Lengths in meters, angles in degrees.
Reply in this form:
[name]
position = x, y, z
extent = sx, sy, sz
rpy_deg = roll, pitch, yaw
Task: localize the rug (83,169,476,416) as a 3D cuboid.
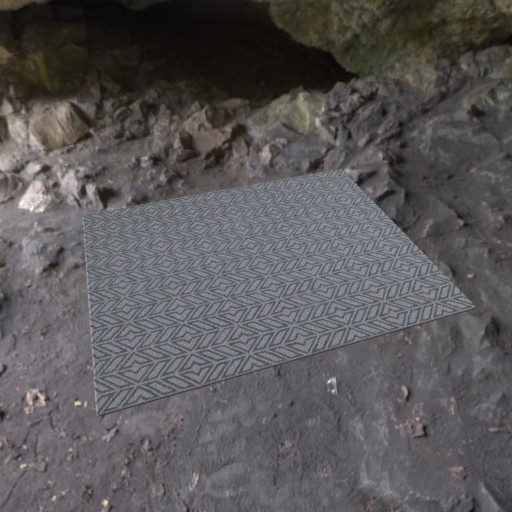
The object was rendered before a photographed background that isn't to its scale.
[rug]
position = 0.000, 0.000, 4.183
extent = 3.050, 0.017, 2.441
rpy_deg = -12, 42, -14
